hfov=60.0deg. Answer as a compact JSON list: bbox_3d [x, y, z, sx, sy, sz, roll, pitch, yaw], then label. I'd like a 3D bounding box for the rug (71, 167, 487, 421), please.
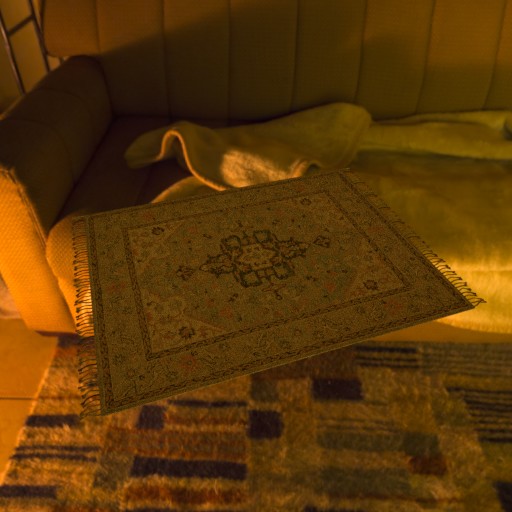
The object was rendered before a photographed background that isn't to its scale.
[{"bbox_3d":[0.000,0.000,3.376,2.651,0.010,1.971,-13,42,-14],"label":"rug"}]
